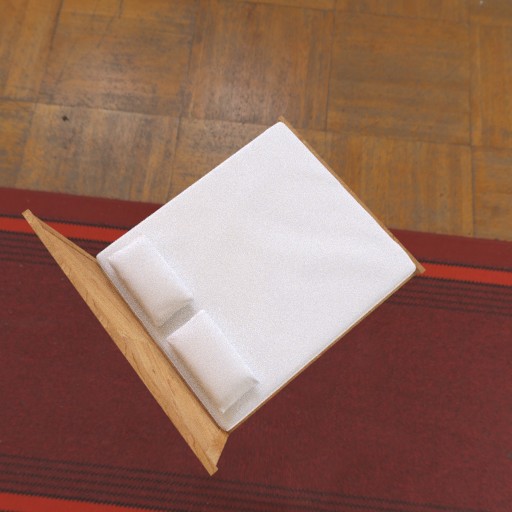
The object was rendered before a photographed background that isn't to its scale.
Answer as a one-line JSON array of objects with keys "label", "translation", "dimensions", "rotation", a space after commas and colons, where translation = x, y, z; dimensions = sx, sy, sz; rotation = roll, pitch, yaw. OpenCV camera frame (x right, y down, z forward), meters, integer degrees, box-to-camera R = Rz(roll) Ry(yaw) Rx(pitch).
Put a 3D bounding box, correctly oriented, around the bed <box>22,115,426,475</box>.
[{"label": "bed", "translation": [0.000, 0.000, 4.107], "dimensions": [2.530, 1.938, 2.225], "rotation": [-38, 79, -9]}]
